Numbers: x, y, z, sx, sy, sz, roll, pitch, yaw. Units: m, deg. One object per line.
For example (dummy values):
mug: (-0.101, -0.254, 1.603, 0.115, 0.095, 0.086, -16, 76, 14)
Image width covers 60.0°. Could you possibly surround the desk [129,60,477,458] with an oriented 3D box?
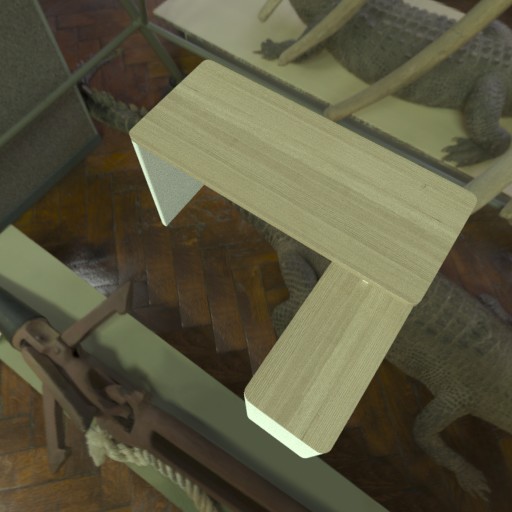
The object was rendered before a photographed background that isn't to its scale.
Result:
desk: (0.000, 0.000, 2.108, 1.400, 0.770, 1.175, 32, 68, 15)
